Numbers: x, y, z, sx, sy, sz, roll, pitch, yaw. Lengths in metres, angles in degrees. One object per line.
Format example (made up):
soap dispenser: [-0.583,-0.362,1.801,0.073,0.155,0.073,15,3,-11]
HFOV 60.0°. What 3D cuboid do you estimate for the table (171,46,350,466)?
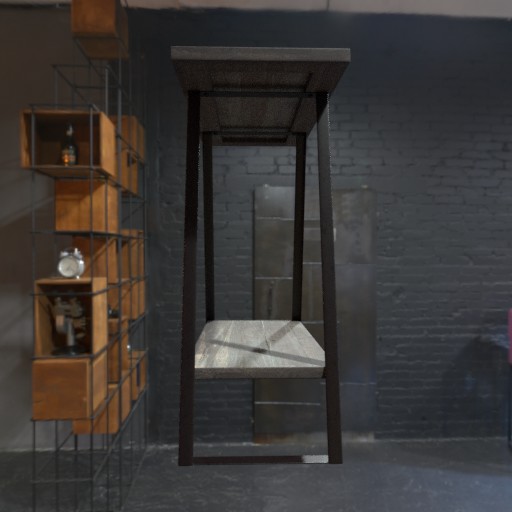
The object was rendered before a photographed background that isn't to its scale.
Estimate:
table: [0.000,0.000,1.040,0.300,0.701,0.599,0,1,-2]
